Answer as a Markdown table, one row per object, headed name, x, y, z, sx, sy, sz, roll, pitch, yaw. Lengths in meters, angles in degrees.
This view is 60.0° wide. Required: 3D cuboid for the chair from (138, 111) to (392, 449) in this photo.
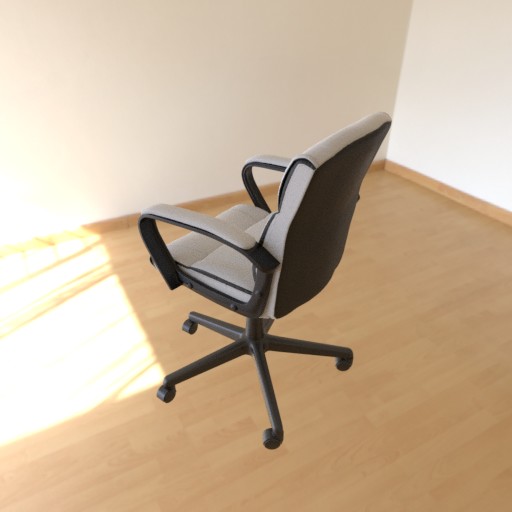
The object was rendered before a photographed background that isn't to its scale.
| name | x | y | z | sx | sy | sz | roll | pitch | yaw |
| --- | --- | --- | --- | --- | --- | --- | --- | --- | --- |
| chair | 0.000 | 0.000 | 1.502 | 0.717 | 1.004 | 0.739 | 22 | 38 | 30 |
